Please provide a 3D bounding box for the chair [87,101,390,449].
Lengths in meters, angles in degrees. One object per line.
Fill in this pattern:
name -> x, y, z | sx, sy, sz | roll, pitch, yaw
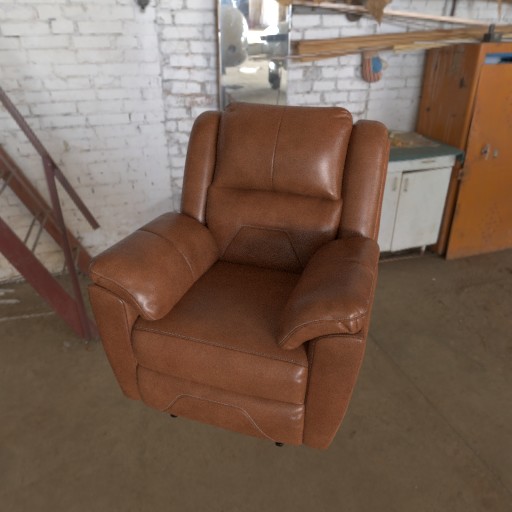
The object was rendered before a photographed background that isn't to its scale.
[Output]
chair -> 0.000, 0.000, 1.848 | 0.990, 1.093, 1.041 | 9, 29, 16
